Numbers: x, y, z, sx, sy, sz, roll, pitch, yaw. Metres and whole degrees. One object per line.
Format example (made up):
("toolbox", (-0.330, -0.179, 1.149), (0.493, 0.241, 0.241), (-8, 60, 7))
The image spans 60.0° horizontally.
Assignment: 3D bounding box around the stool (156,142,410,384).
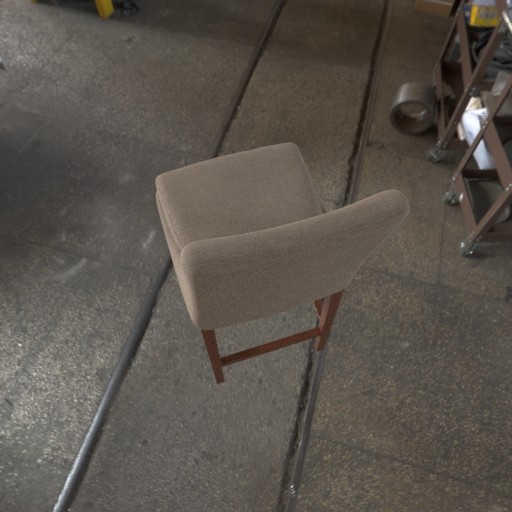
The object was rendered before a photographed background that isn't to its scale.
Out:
("stool", (0.000, 0.000, 1.290), (0.470, 0.981, 0.577), (-16, 60, -9))
